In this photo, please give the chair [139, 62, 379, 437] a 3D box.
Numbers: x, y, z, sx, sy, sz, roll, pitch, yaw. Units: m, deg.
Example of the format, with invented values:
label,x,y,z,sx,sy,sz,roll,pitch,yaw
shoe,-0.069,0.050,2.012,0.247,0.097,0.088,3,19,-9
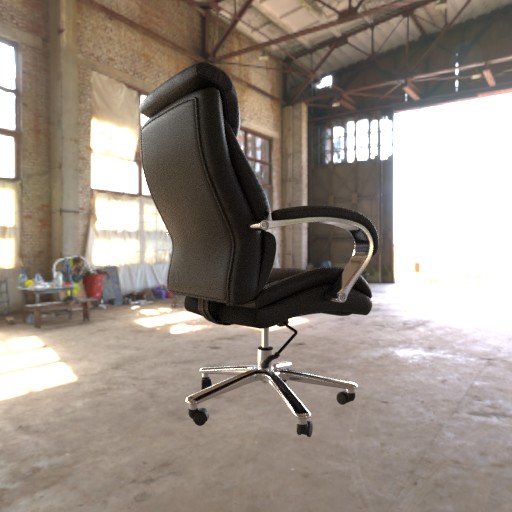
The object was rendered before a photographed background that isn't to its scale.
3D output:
label,x,y,z,sx,sy,sz,roll,pitch,yaw
chair,0.000,0.000,1.722,0.790,1.183,0.755,-1,1,-35
